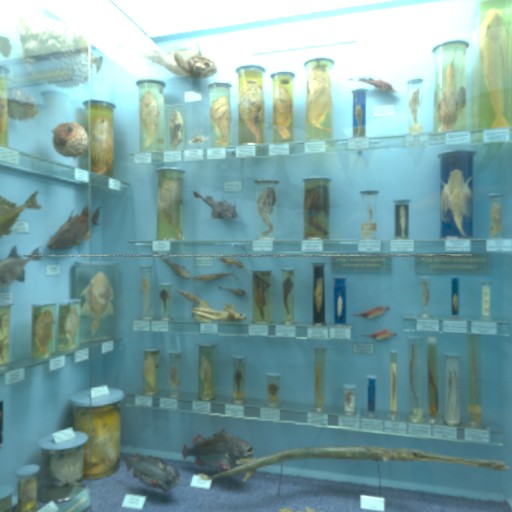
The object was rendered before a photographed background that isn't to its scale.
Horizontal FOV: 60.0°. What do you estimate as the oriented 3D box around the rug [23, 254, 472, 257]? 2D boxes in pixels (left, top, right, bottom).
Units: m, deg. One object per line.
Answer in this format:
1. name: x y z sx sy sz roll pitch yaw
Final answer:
1. rug: 0.000 0.000 2.031 1.652 0.006 1.035 0 0 17
